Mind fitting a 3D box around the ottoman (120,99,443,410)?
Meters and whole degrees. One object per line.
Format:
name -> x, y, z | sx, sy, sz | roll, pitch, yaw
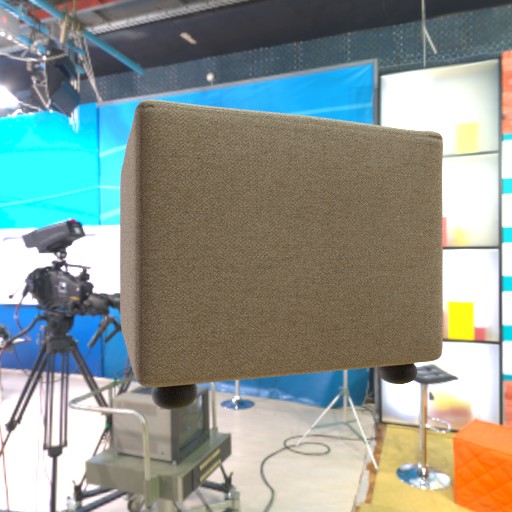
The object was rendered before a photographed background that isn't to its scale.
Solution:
ottoman -> 0.000, 0.000, 0.879 | 0.508, 0.432, 0.508 | 0, 0, -19
